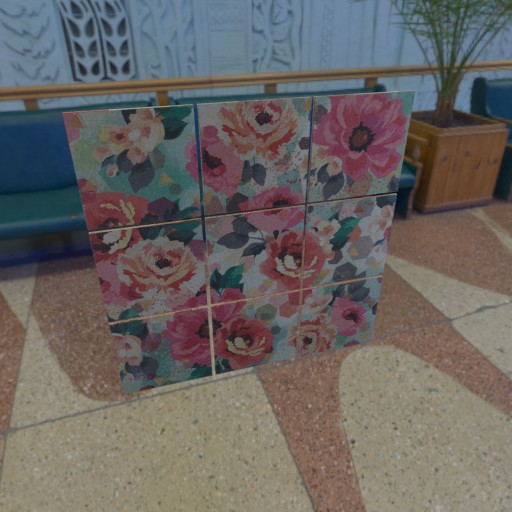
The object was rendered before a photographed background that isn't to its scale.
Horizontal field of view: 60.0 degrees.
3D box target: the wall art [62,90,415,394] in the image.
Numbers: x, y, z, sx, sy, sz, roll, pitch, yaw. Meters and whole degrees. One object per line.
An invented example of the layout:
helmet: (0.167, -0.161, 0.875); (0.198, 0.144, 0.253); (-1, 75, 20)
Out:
wall art: (0.000, 0.000, 2.246); (1.521, 1.519, 0.013); (-9, 32, -14)
